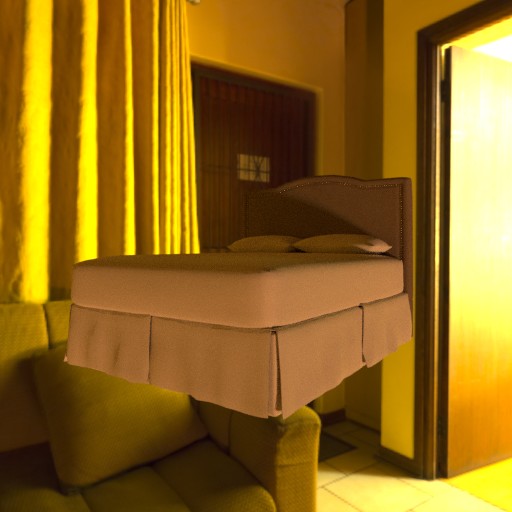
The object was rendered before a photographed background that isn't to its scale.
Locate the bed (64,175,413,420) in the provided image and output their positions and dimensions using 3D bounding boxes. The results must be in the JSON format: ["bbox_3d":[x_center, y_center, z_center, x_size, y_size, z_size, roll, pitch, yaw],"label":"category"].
[{"bbox_3d":[0.000,0.000,3.263,1.744,1.441,2.128,1,2,35],"label":"bed"}]
